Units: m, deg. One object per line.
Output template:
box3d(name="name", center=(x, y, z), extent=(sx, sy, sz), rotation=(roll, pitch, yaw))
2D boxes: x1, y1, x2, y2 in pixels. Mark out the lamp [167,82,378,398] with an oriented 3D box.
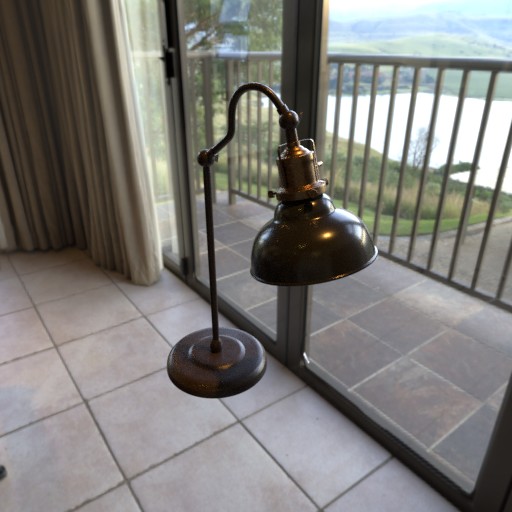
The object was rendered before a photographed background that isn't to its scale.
box3d(name="lamp", center=(0.000, 0.000, 0.695), extent=(0.374, 0.508, 0.192), rotation=(17, 31, 31))
